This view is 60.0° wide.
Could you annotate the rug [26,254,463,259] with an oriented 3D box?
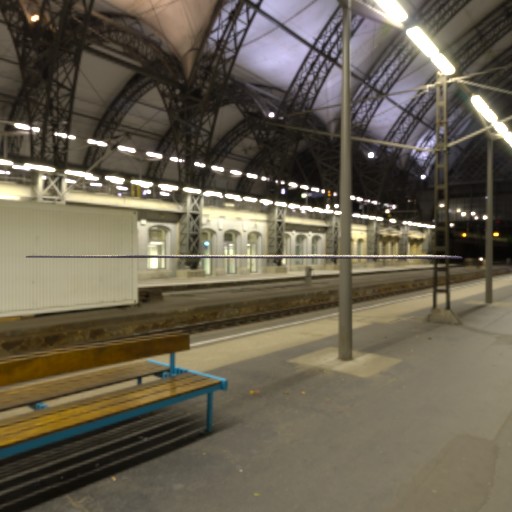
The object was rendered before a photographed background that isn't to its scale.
[{"bbox_3d":[0.000,0.000,2.260,1.781,0.012,1.184,0,0,18],"label":"rug"}]
